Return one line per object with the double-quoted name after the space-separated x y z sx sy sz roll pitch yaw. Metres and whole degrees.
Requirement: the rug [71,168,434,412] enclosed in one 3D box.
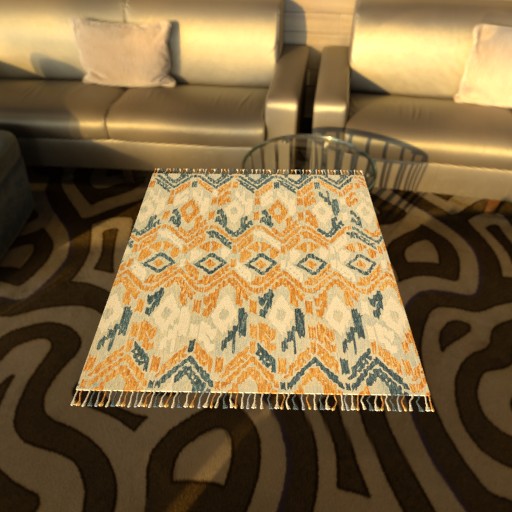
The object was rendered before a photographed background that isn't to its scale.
0.000 0.000 4.085 2.439 0.010 3.048 1 42 1 "rug"
